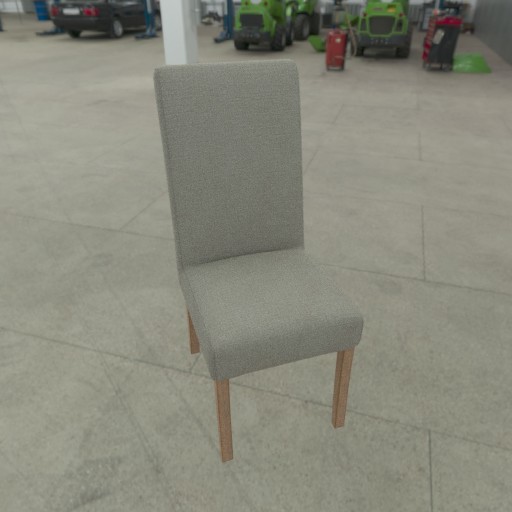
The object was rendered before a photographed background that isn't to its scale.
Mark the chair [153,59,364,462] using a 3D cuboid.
[{"bbox_3d":[0.000,0.000,1.367,0.450,1.033,0.611,-10,33,-16],"label":"chair"}]
